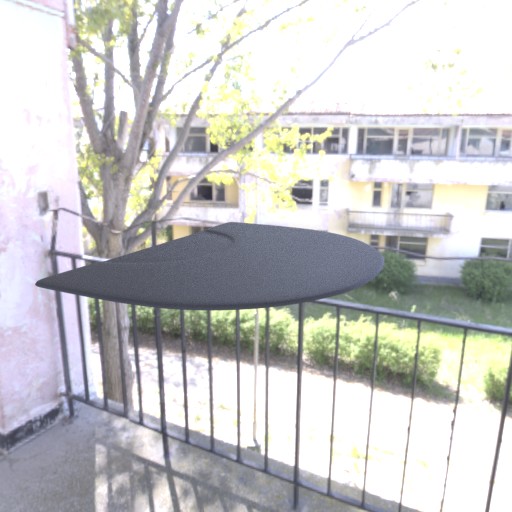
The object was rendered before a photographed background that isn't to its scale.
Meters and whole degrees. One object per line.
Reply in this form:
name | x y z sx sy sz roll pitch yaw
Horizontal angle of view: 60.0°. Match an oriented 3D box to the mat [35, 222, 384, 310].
mat | 0.000 0.000 1.662 0.917 0.016 1.220 7 16 26
